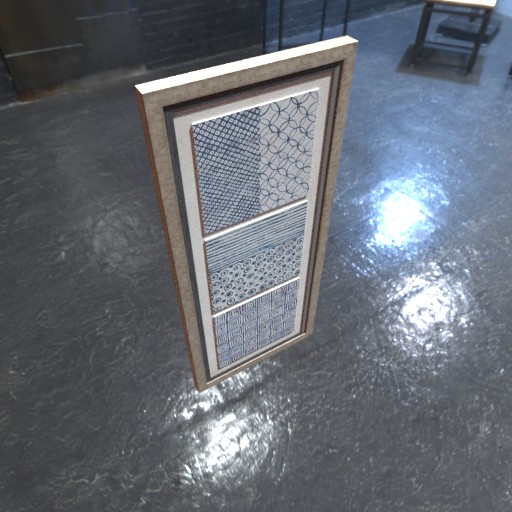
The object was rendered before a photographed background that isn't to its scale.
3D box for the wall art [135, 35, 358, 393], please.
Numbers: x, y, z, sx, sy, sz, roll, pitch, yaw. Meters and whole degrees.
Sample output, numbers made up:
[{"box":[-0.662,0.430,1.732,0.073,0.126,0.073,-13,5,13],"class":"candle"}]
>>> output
[{"box":[0.000,0.000,1.685,0.648,1.461,0.051,-23,50,-21],"class":"wall art"}]
